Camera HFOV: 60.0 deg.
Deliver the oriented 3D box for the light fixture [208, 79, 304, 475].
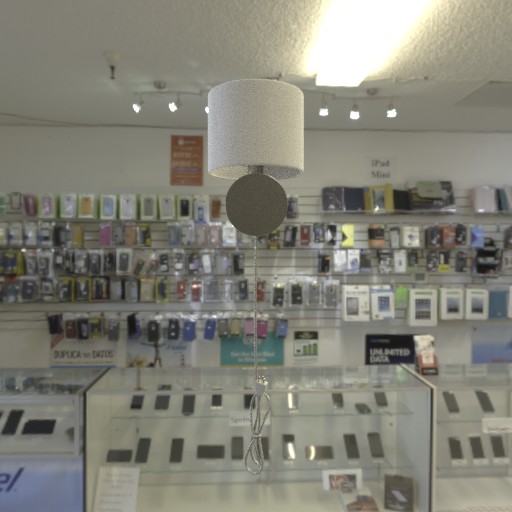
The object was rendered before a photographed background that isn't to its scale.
[{"bbox_3d":[0.000,0.000,1.070,0.253,0.842,0.479,0,1,0],"label":"light fixture"}]
